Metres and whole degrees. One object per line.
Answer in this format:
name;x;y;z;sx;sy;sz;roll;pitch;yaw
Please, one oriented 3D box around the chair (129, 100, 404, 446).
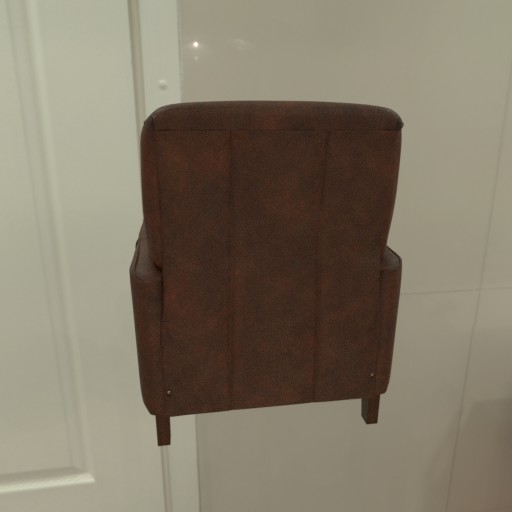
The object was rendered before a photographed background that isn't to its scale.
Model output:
chair;0.000;0.000;1.636;0.843;1.043;0.836;-2;16;-9
